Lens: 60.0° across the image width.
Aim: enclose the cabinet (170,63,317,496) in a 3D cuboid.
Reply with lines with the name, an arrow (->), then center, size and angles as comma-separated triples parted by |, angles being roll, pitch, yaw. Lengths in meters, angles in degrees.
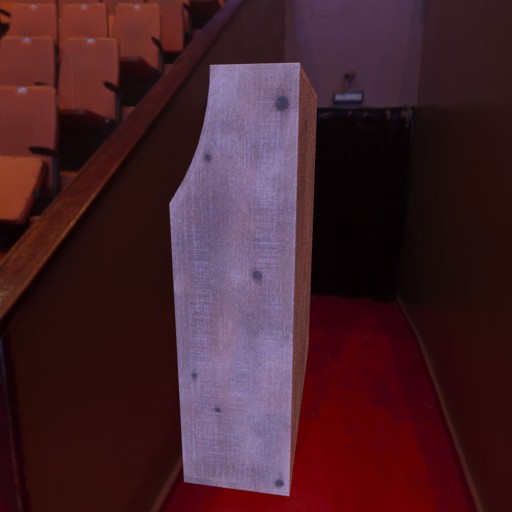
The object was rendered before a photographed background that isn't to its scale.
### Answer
cabinet -> 0.000, 0.000, 0.819 | 0.184, 0.590, 0.489 | 3, 16, 9
